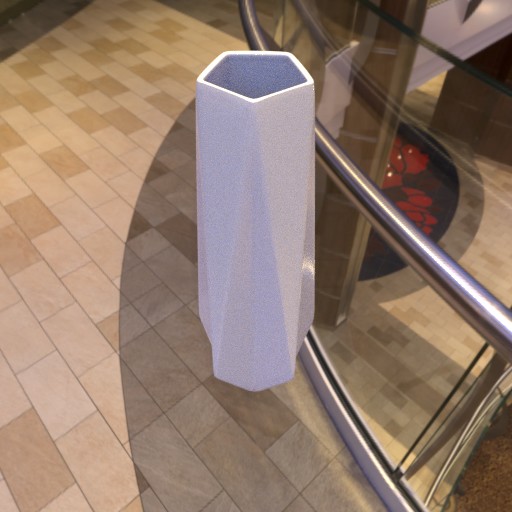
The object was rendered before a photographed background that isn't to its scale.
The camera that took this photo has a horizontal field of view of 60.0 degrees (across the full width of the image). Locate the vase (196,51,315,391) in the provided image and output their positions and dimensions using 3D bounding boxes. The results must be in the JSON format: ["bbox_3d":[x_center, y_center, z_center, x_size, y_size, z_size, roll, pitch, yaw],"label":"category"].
[{"bbox_3d":[0.000,0.000,0.384,0.122,0.329,0.116,1,47,1],"label":"vase"}]
